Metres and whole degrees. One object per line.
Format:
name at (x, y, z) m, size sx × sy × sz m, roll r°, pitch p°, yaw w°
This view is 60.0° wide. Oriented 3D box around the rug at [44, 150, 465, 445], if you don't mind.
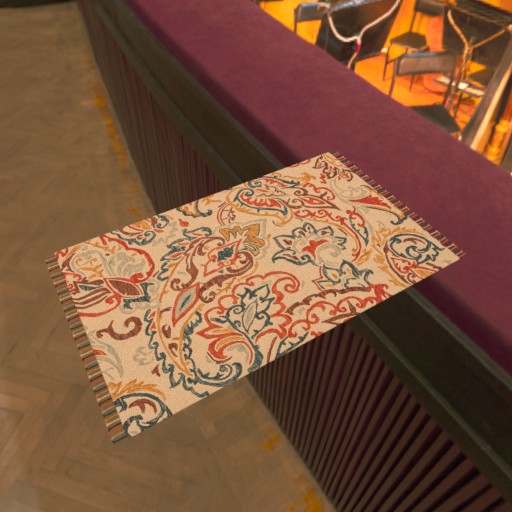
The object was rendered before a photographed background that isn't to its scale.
rug at (0.000, 0.000, 3.138) m, size 2.584 × 0.010 × 1.523 m, roll -24°, pitch 51°, yaw -20°
